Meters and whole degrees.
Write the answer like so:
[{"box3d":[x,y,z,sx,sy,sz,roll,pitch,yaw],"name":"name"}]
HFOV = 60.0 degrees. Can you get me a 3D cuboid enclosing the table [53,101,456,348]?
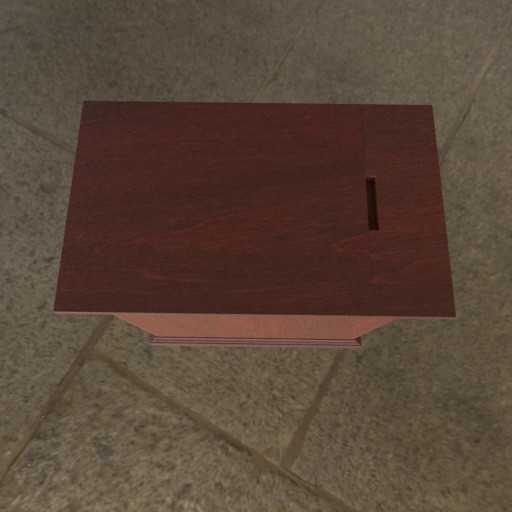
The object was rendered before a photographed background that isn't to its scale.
[{"box3d":[0.000,0.000,0.985,0.584,0.612,0.356,1,74,0],"name":"table"}]
